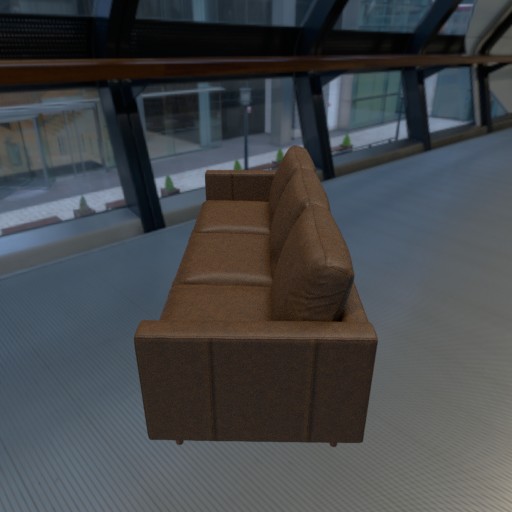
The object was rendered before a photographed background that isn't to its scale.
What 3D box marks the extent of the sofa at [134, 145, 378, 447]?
[{"bbox_3d":[0.000,0.000,2.662,0.903,0.930,2.231,0,26,1],"label":"sofa"}]
